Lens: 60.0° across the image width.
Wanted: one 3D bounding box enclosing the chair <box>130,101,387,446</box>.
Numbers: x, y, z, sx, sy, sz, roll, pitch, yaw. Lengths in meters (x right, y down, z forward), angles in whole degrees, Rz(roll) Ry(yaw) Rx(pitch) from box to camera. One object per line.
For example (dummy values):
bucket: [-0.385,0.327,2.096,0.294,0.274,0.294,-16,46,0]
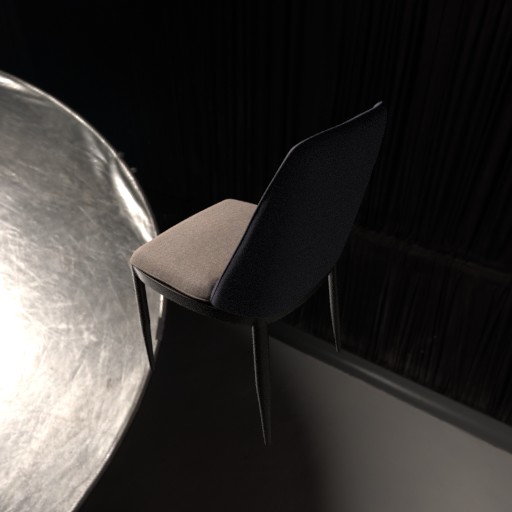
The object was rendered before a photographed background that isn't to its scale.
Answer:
chair: [0.000,0.000,1.208,0.551,0.839,0.480,20,37,29]
